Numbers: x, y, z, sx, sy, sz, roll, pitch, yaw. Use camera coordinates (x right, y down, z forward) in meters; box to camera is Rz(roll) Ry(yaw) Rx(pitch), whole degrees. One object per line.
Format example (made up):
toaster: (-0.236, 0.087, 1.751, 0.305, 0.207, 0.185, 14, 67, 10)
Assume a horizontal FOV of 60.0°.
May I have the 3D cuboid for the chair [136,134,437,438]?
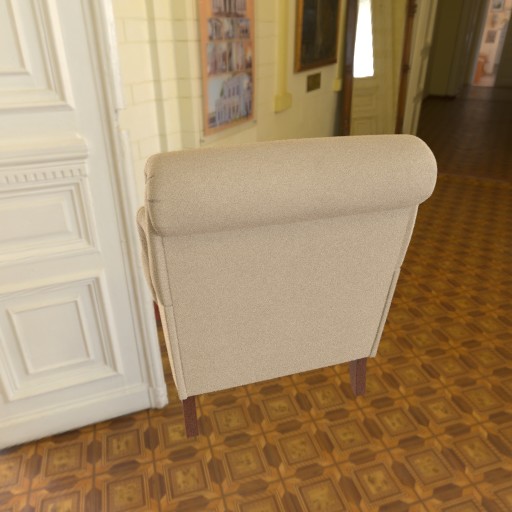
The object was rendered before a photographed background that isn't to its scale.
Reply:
chair: (0.000, 0.000, 1.556, 0.766, 0.942, 0.842, -8, 29, -15)
